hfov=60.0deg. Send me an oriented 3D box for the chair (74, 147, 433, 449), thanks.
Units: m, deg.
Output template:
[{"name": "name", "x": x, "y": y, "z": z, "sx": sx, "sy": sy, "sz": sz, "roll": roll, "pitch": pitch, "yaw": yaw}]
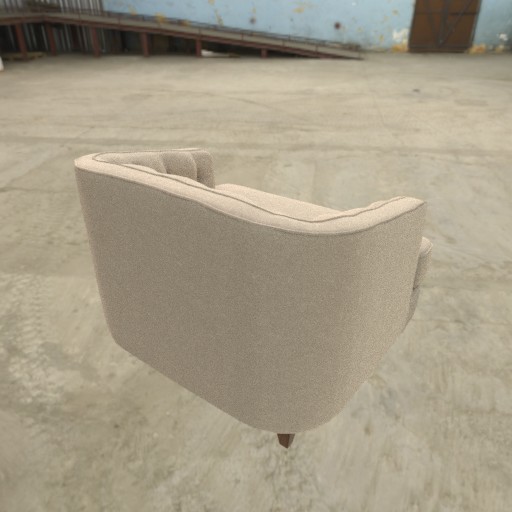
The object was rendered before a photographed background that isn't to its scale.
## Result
[{"name": "chair", "x": 0.000, "y": 0.000, "z": 1.711, "sx": 1.104, "sy": 0.852, "sz": 0.941, "roll": 20, "pitch": 35, "yaw": 31}]
